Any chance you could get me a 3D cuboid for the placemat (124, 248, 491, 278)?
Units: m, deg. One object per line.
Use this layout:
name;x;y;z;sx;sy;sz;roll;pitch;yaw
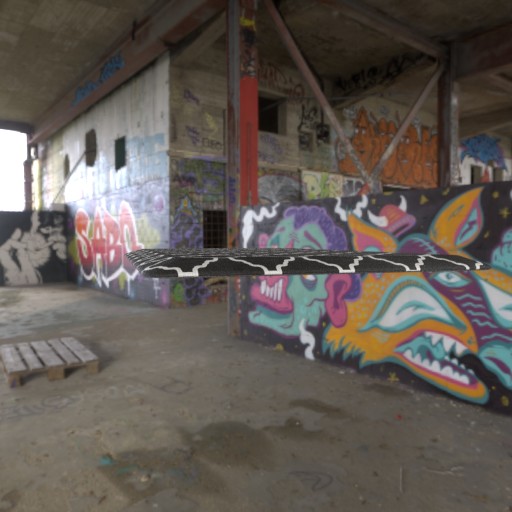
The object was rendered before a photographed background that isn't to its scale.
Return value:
placemat;0.000;0.000;0.927;0.508;0.021;0.762;-1;2;-18
